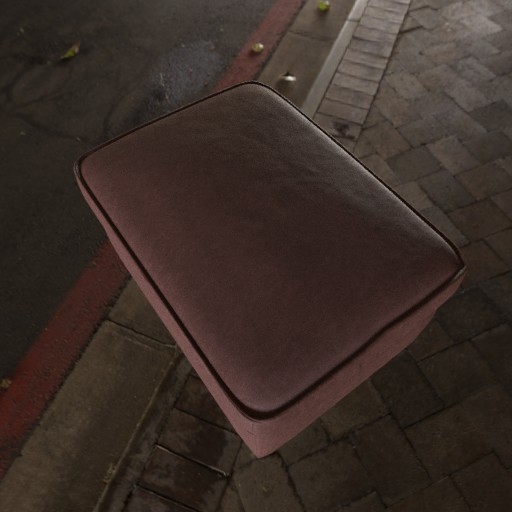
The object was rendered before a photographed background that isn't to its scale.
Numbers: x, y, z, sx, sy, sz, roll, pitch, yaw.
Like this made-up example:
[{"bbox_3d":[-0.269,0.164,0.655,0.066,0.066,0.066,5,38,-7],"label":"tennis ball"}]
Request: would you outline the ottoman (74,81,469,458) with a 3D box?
[{"bbox_3d":[0.000,0.000,1.085,0.548,0.449,0.749,-32,62,-19],"label":"ottoman"}]
